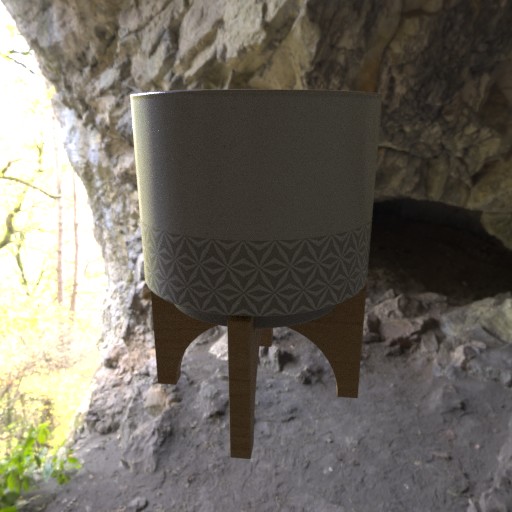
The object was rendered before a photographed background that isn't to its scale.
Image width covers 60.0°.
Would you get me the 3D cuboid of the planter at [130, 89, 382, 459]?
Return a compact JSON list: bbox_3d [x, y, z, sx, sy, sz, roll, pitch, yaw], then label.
[{"bbox_3d":[0.000,0.000,0.382,0.188,0.260,0.188,0,18,0],"label":"planter"}]
